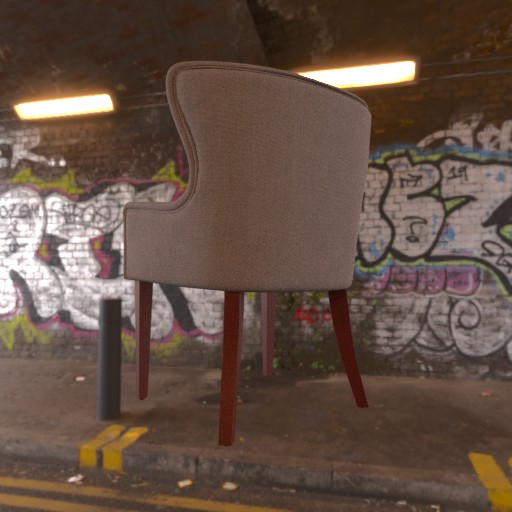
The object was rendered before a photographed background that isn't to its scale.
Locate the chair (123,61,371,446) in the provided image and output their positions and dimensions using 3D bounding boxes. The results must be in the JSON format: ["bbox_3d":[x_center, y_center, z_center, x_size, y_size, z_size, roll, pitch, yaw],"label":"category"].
[{"bbox_3d":[0.000,0.000,1.417,0.732,0.948,0.677,2,-3,-37],"label":"chair"}]
